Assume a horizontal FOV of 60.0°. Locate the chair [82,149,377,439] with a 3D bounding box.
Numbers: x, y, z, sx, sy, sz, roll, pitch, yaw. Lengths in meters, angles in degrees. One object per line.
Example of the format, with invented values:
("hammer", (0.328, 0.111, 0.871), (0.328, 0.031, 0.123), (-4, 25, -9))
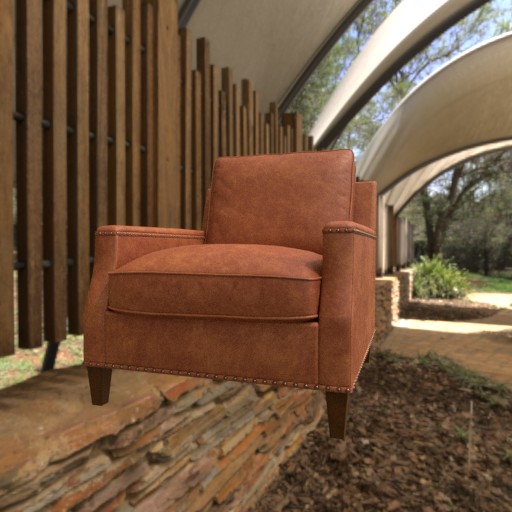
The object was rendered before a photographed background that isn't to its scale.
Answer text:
("chair", (0.000, 0.000, 1.717), (0.853, 0.943, 1.014), (0, 1, 19))
